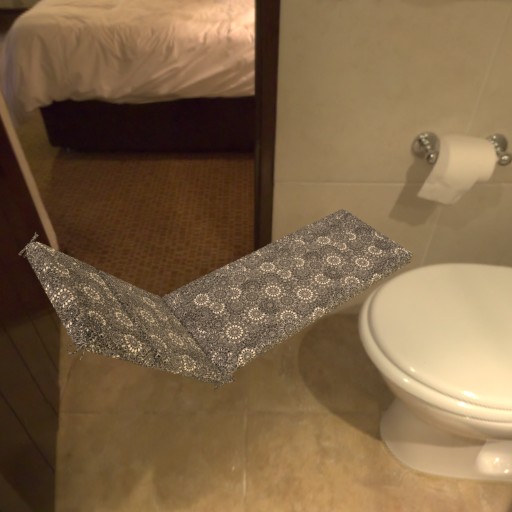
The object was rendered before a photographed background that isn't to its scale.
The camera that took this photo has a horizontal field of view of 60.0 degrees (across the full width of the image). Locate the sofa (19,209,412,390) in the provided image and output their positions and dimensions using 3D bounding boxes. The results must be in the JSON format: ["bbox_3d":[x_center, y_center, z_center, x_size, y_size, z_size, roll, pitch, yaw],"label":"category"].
[{"bbox_3d":[0.000,0.000,1.915,1.663,0.622,0.582,-26,48,-27],"label":"sofa"}]
